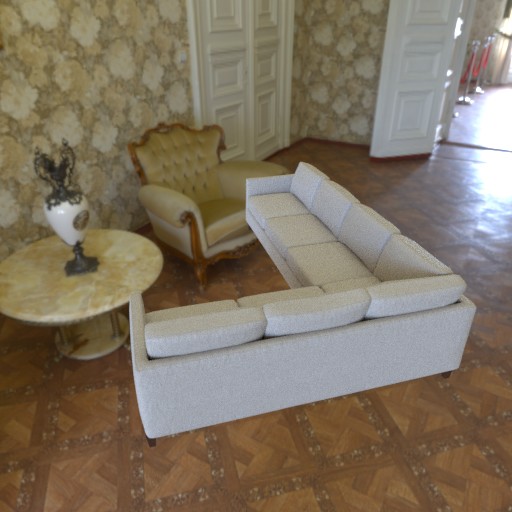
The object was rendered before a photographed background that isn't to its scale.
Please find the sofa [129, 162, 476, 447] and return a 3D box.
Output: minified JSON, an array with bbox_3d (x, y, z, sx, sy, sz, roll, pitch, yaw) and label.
[{"bbox_3d":[0.000,0.000,4.474,2.522,0.934,3.333,-8,30,-14],"label":"sofa"}]
